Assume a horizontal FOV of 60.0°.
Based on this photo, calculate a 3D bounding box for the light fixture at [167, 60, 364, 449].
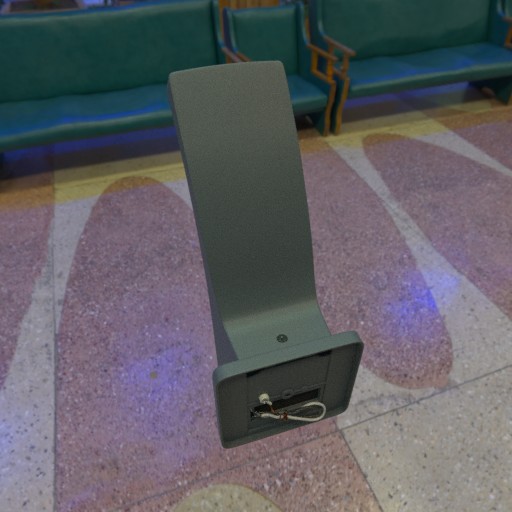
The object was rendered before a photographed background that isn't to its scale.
[{"bbox_3d":[0.000,0.000,0.339,0.108,0.243,0.174,-12,43,-13],"label":"light fixture"}]
